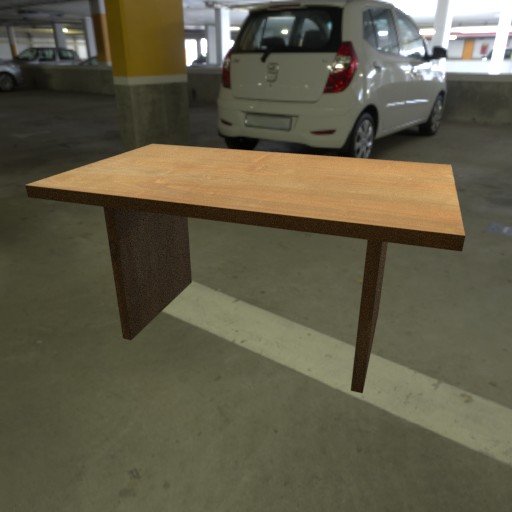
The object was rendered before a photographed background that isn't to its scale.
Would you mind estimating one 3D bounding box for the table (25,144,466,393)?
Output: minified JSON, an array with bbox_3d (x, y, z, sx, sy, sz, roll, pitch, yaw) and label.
[{"bbox_3d":[0.000,0.000,2.080,1.609,0.780,0.946,8,26,18],"label":"table"}]
